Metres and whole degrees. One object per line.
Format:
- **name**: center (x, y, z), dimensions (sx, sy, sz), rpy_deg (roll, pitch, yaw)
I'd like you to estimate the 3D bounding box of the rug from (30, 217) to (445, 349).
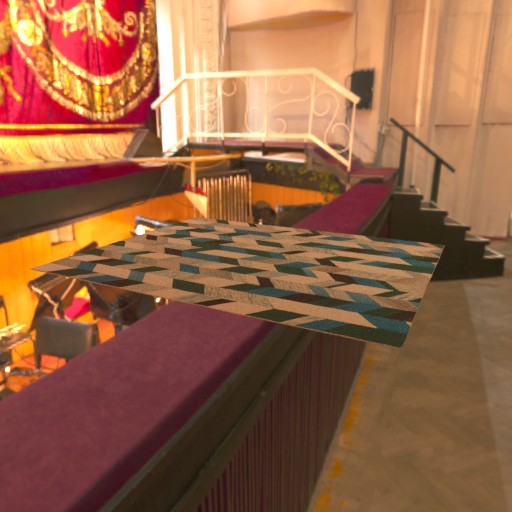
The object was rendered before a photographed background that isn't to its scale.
- **rug**: center (0.000, 0.000, 4.094), dimensions (3.036, 0.008, 2.440), rpy_deg (8, 18, 26)
